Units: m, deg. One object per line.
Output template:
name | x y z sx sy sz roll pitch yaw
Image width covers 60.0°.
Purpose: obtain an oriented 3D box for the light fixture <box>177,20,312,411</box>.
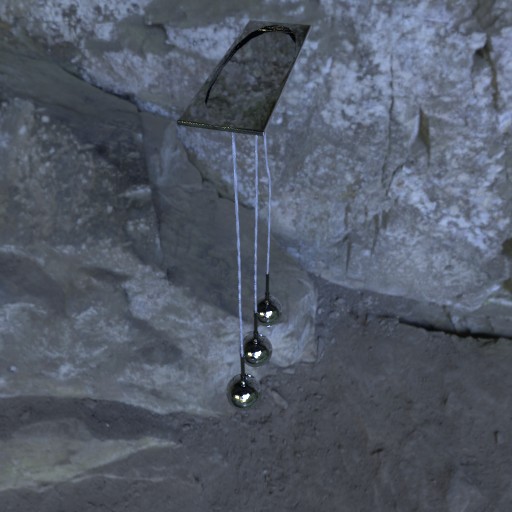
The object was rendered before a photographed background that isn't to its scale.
light fixture | 0.000 0.000 1.631 0.188 1.408 0.623 10 47 10
